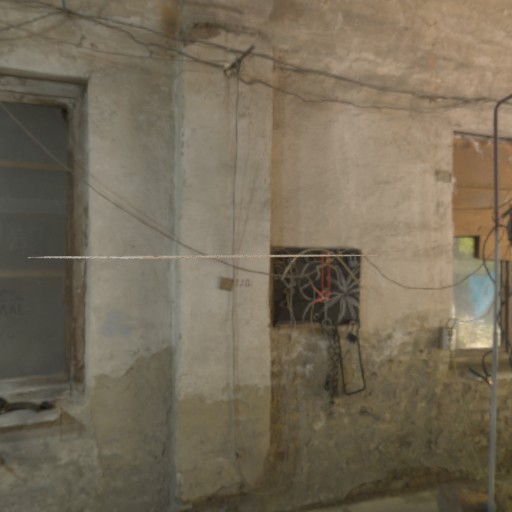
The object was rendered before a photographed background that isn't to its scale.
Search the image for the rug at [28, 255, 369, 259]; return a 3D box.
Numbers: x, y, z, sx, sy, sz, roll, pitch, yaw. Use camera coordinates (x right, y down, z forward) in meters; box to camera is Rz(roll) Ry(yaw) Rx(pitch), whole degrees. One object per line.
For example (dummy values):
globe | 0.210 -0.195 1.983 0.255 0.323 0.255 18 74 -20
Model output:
rug | 0.000 0.000 2.710 0.660 0.005 2.464 0 0 36
